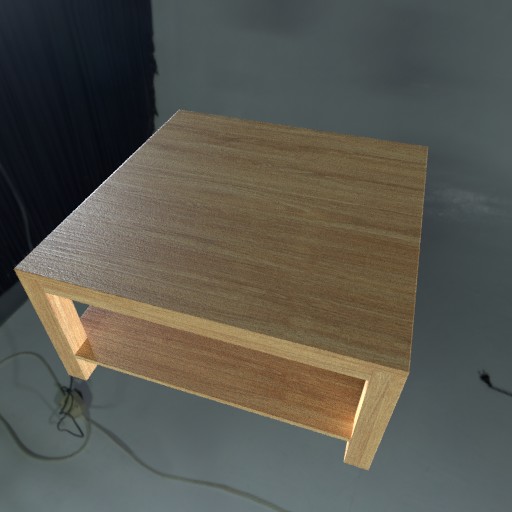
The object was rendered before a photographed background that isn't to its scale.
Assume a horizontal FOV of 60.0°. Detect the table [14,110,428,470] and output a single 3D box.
[{"bbox_3d":[0.000,0.000,1.402,0.900,0.450,0.900,13,44,13],"label":"table"}]
